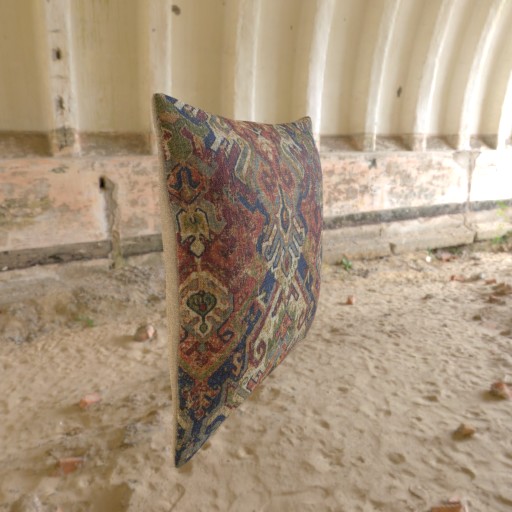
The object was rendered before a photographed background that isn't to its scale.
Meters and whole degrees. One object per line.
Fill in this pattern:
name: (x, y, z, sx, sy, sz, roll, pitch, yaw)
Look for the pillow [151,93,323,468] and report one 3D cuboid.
pillow: (0.000, 0.000, 0.793, 0.166, 0.506, 0.523, 7, 16, 26)
